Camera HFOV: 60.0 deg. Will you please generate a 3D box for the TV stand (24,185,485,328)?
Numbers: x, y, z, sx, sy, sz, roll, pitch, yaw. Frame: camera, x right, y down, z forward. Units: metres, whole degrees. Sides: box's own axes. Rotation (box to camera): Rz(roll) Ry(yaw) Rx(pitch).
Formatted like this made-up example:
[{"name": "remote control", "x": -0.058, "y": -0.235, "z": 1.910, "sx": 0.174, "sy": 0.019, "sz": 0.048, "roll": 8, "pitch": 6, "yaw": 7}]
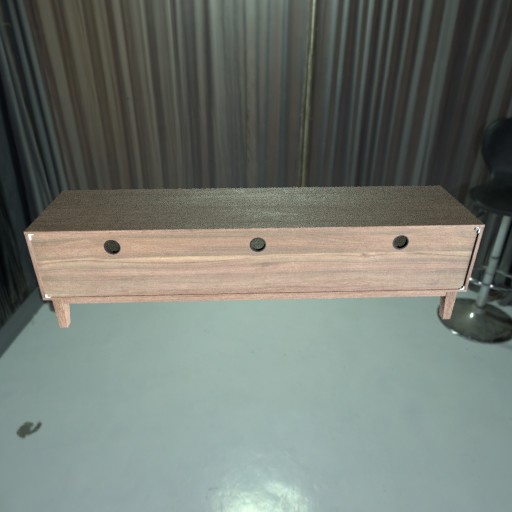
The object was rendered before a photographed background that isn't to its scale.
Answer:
[{"name": "TV stand", "x": 0.000, "y": 0.000, "z": 1.682, "sx": 1.482, "sy": 0.409, "sz": 0.366, "roll": -1, "pitch": 29, "yaw": -2}]
